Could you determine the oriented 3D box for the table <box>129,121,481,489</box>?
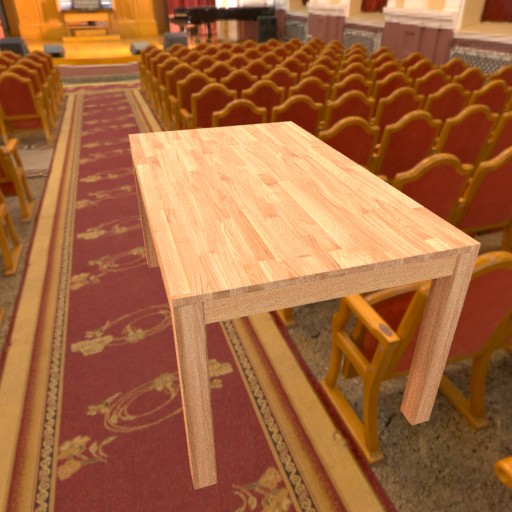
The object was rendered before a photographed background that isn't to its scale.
[{"bbox_3d":[0.000,0.000,1.985,0.900,0.770,1.500,-9,32,-15],"label":"table"}]
